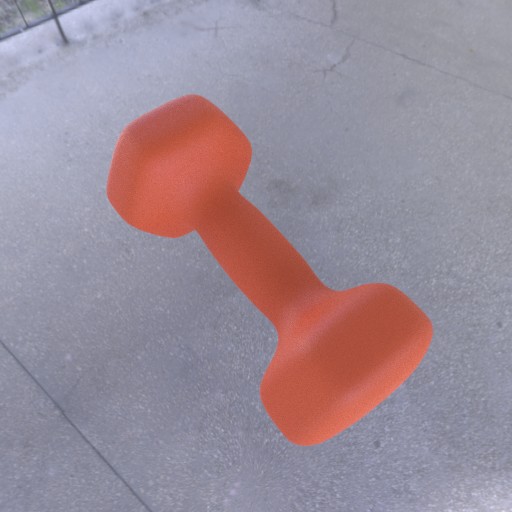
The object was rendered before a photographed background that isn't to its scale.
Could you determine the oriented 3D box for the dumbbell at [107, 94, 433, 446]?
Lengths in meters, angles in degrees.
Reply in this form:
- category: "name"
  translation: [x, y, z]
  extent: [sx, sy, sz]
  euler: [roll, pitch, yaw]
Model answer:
- category: "dumbbell"
  translation: [0.000, 0.000, 0.204]
  extent: [0.079, 0.071, 0.162]
  euler: [-34, 67, -16]
